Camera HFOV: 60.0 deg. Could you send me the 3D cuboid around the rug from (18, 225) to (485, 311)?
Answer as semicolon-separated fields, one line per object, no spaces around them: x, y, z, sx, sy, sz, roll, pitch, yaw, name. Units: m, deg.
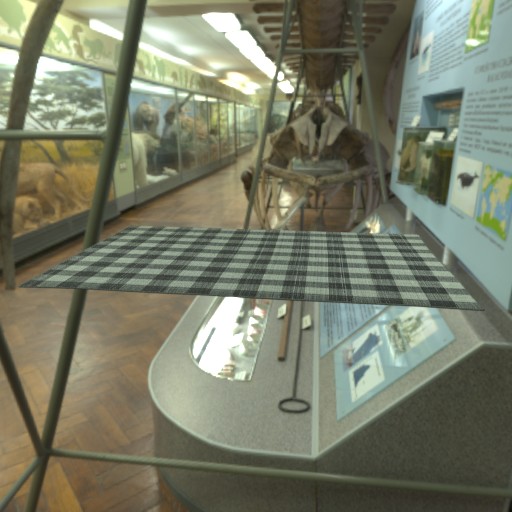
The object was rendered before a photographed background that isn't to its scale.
0.000;0.000;3.046;2.476;0.011;1.554;2;17;8;rug
